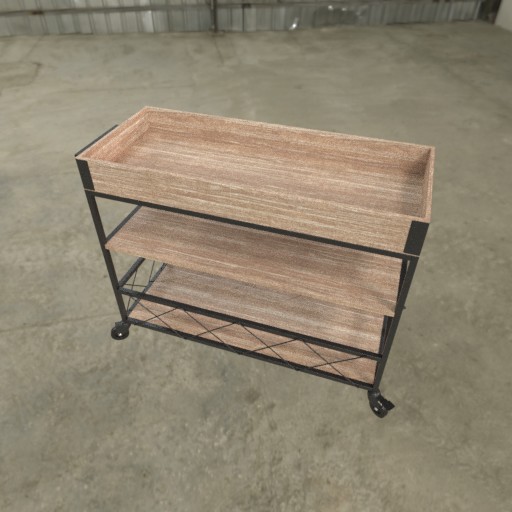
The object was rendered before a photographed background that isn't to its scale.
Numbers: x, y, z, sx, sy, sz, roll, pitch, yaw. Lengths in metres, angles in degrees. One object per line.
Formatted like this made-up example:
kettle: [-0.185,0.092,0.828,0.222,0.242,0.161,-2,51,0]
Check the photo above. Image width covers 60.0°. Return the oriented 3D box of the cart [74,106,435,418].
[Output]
cart: [0.000,0.000,1.532,1.101,0.787,0.500,12,42,14]
